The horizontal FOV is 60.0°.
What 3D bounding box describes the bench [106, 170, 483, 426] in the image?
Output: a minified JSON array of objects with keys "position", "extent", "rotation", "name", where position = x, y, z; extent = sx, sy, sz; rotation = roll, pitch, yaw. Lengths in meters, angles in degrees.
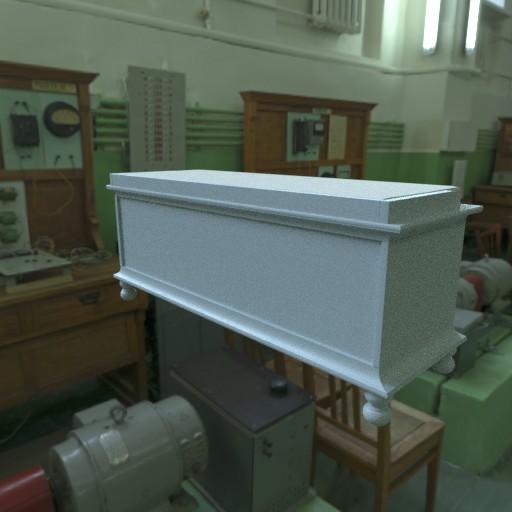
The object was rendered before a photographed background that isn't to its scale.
[{"position":[0.000,0.000,1.408],"extent":[0.402,0.486,1.185],"rotation":[-13,19,-42],"name":"bench"}]
